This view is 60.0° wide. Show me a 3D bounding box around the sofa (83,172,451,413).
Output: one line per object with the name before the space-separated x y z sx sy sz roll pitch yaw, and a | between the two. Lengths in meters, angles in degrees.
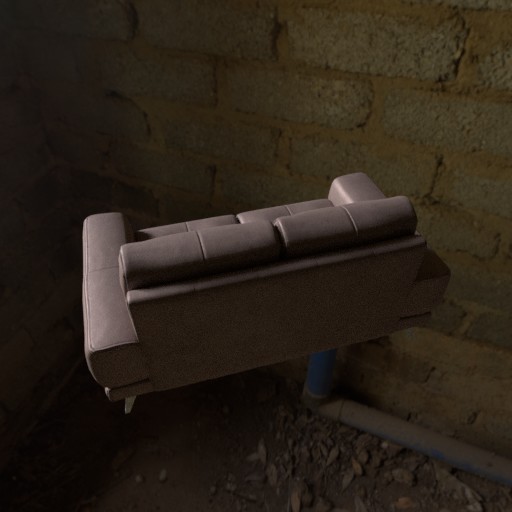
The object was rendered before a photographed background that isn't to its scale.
sofa | 0.000 0.000 2.429 1.806 0.907 1.018 -11 43 -12
